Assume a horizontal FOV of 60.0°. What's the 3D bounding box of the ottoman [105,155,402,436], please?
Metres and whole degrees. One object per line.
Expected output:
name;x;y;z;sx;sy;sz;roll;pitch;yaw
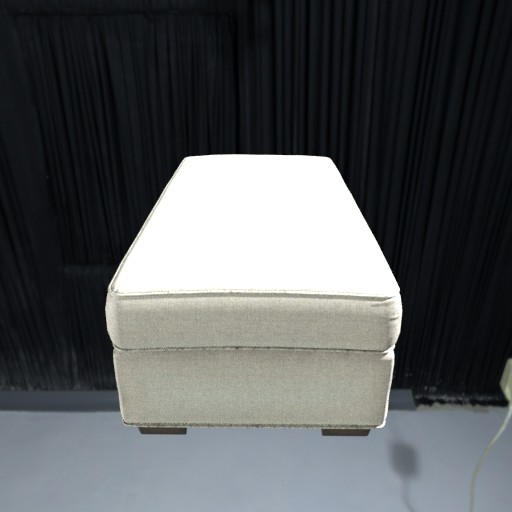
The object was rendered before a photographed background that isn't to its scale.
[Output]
ottoman;0.000;0.000;1.433;0.617;0.448;1.097;0;27;1
